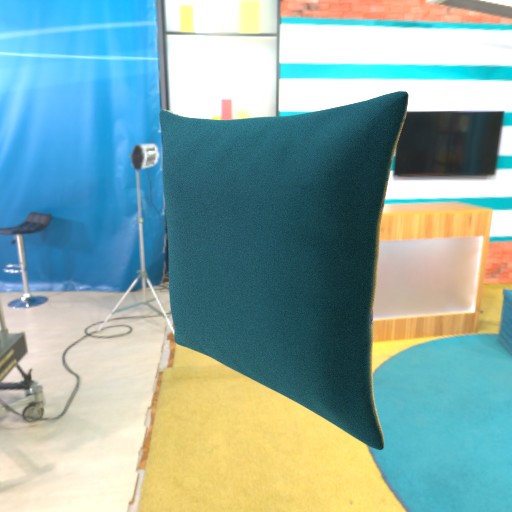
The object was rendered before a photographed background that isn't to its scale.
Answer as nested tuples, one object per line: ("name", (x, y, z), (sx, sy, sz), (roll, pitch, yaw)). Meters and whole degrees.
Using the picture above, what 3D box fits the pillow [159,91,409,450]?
("pillow", (0.000, 0.000, 0.773), (0.525, 0.508, 0.166), (14, 20, 43))
